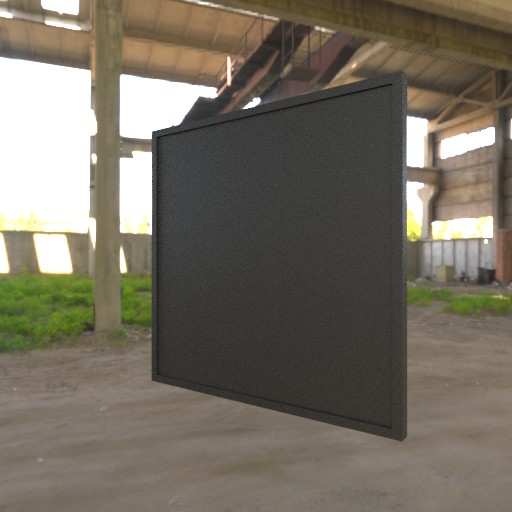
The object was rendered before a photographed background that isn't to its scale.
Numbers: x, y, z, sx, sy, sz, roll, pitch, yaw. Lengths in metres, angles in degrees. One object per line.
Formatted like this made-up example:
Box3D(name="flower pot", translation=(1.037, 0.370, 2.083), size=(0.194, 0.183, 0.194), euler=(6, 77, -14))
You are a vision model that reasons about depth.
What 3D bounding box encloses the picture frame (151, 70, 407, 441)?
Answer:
Box3D(name="picture frame", translation=(0.000, 0.000, 1.163), size=(0.775, 0.775, 0.032), euler=(0, 0, 36))
